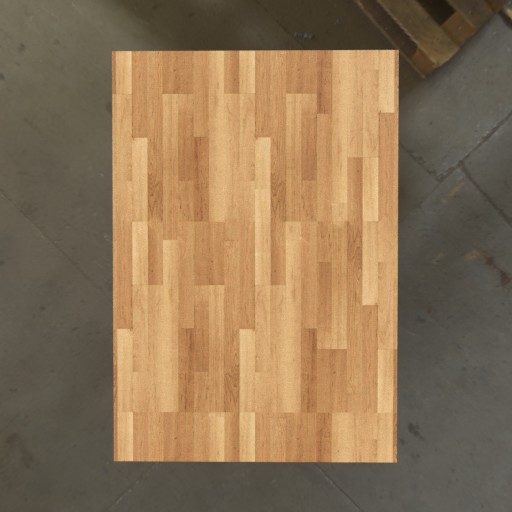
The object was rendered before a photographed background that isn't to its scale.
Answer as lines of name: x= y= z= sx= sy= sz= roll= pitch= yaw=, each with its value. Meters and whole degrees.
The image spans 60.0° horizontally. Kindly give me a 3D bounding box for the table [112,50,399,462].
table: x=0.000 y=0.000 z=1.776 sx=0.900 sy=0.750 sz=1.300 roll=0 pitch=91 yaw=1
